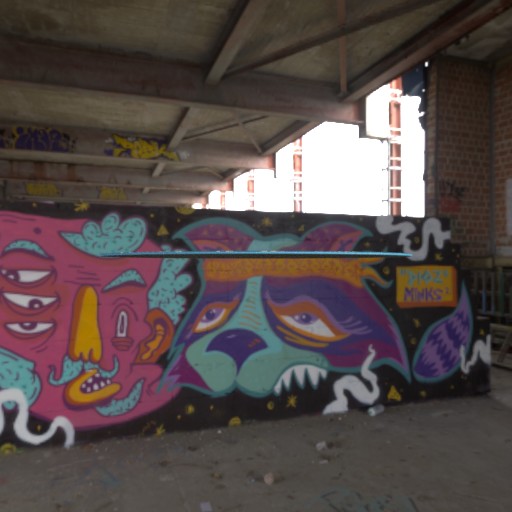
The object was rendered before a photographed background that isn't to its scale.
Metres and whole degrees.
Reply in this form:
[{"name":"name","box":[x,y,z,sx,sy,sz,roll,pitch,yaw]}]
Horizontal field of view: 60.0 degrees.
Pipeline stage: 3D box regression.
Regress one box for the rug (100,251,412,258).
[{"name":"rug","box":[0.000,0.000,2.397,1.593,0.012,1.593,0,-1,0]}]
